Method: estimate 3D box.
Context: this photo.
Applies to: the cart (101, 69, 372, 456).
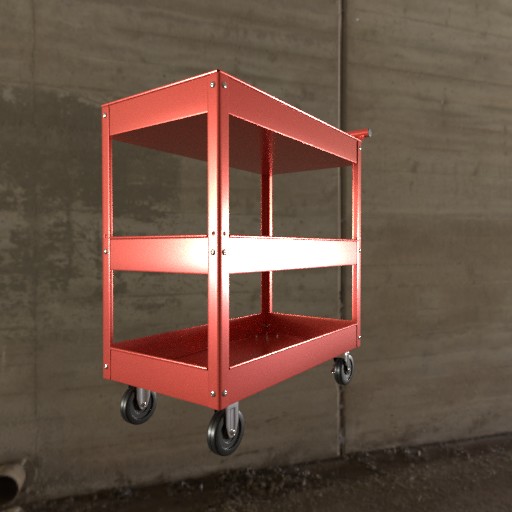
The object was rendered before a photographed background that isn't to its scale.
[{"bbox_3d":[0.000,0.000,1.195,0.366,0.780,0.719,1,1,36],"label":"cart"}]
